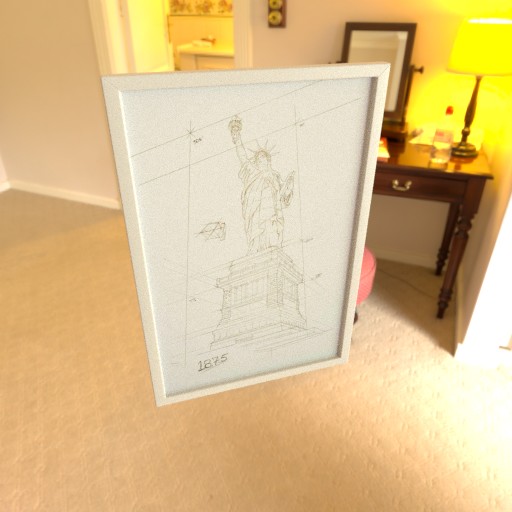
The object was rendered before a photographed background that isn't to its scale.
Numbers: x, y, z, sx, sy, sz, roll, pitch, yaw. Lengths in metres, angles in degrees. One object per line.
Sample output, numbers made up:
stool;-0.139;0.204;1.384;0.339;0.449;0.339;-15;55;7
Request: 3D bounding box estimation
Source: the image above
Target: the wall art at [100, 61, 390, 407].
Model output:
wall art;0.000;0.000;1.501;0.808;1.183;0.038;-9;32;-15
